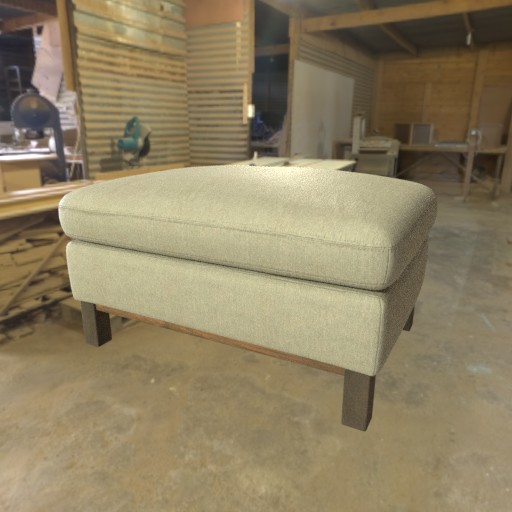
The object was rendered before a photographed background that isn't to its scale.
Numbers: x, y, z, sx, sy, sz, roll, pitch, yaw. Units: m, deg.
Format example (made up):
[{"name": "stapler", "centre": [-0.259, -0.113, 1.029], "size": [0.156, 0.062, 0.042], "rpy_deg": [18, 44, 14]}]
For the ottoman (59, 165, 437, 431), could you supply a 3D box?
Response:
[{"name": "ottoman", "centre": [0.000, 0.000, 1.040], "size": [0.735, 0.404, 0.528], "rpy_deg": [9, 19, 27]}]
